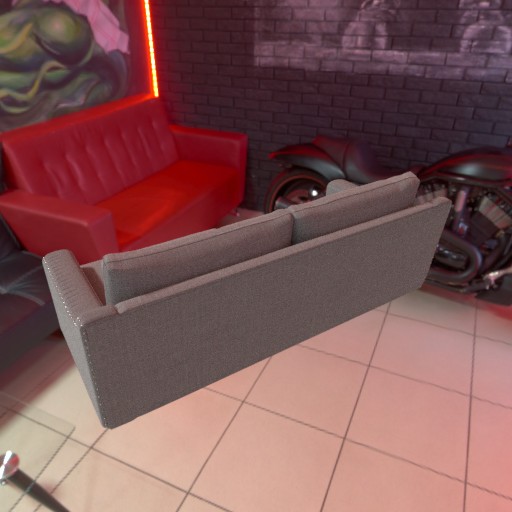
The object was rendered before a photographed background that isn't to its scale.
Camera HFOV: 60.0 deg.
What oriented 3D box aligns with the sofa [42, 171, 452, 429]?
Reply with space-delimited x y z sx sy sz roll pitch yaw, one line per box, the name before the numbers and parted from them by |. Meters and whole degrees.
sofa | 0.000 0.000 2.663 2.208 0.857 1.000 -18 35 -28
